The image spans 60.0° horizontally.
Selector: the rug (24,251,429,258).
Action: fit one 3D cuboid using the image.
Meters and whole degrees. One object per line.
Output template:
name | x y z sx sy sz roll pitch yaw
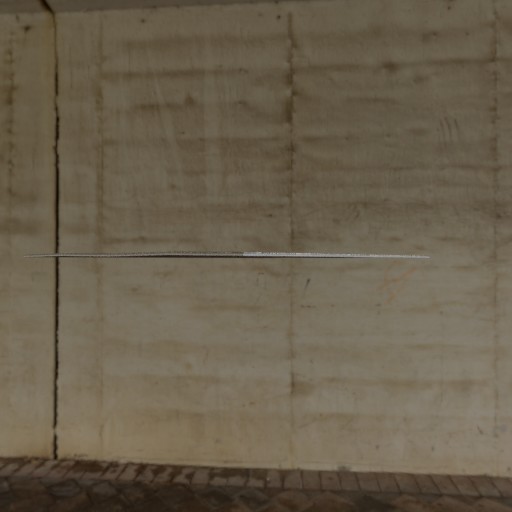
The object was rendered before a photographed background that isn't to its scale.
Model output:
rug | 0.000 0.000 3.757 2.043 0.026 2.901 0 -1 37
